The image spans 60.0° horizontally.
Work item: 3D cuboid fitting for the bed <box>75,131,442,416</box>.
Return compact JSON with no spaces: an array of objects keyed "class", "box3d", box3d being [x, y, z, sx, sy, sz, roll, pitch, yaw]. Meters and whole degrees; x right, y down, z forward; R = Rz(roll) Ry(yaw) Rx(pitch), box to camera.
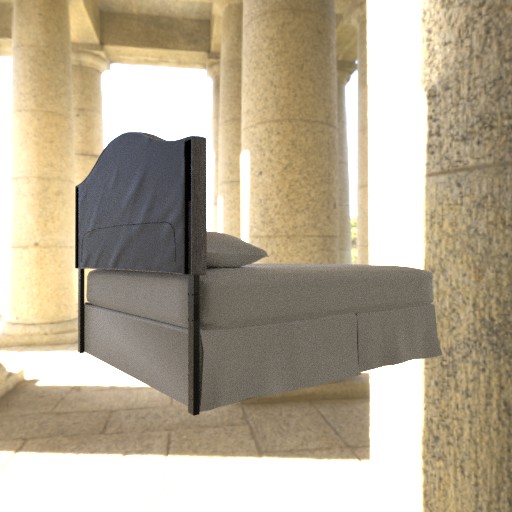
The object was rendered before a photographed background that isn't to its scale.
[{"class":"bed","box3d":[0.000,0.000,2.943,1.870,1.295,1.610,0,-1,-38]}]
